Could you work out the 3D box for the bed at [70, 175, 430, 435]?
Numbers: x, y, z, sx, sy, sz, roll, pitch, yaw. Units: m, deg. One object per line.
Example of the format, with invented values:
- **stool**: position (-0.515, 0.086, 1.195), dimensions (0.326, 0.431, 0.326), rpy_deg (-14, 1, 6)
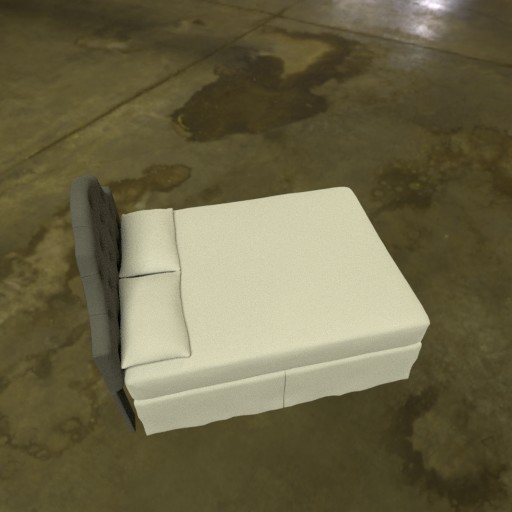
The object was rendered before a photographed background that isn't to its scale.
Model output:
- **bed**: position (0.000, 0.000, 3.233), dimensions (2.155, 1.575, 1.636), rpy_deg (-9, 47, -9)
